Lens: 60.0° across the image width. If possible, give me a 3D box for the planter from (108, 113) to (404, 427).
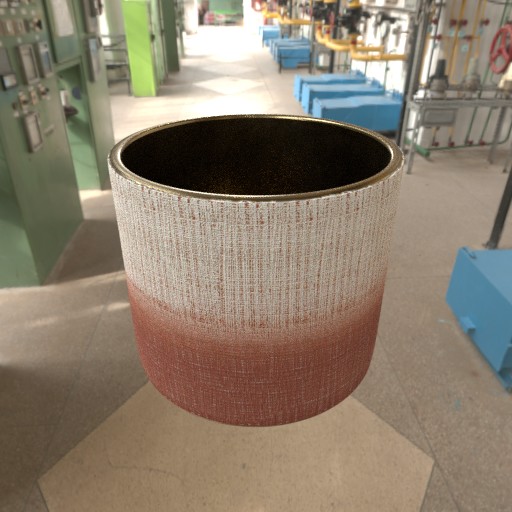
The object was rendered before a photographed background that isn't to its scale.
[{"bbox_3d":[0.000,0.000,0.310,0.178,0.157,0.178,0,30,0],"label":"planter"}]
